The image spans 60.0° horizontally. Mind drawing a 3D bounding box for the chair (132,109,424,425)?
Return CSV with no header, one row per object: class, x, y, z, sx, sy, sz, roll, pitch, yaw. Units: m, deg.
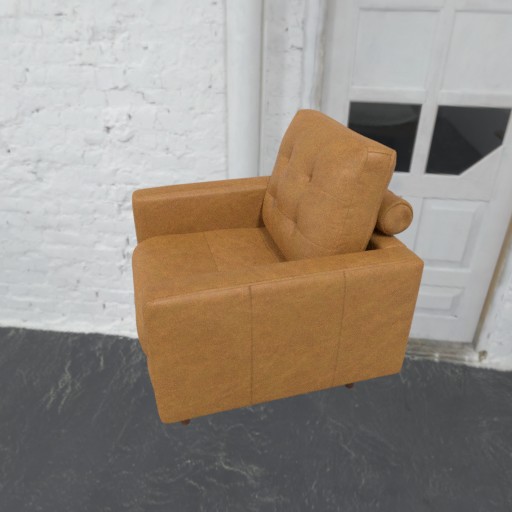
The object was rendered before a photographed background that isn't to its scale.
chair,0.000,0.000,1.579,0.868,0.896,0.831,-8,31,-14
